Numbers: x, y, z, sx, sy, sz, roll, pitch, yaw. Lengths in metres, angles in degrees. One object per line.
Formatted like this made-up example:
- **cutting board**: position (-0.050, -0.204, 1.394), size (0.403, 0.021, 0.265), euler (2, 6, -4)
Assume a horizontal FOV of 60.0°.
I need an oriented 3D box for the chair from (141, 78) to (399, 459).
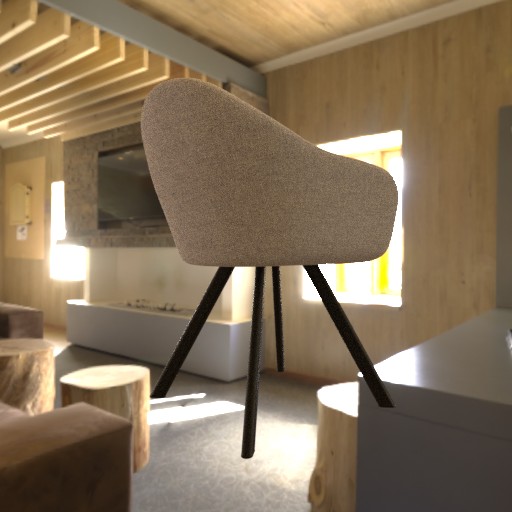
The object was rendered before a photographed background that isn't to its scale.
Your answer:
- **chair**: position (0.000, 0.000, 1.156), size (0.570, 0.780, 0.540), euler (-1, 1, -37)
